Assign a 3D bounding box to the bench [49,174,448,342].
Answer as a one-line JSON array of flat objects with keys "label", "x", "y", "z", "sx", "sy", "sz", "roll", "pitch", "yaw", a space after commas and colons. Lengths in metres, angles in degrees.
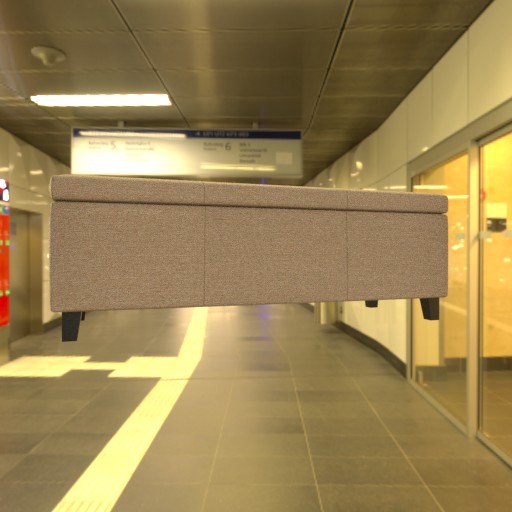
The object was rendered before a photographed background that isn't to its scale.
[{"label": "bench", "x": 0.000, "y": 0.000, "z": 1.520, "sx": 1.269, "sy": 0.438, "sz": 0.446, "roll": 0, "pitch": 0, "yaw": -18}]
